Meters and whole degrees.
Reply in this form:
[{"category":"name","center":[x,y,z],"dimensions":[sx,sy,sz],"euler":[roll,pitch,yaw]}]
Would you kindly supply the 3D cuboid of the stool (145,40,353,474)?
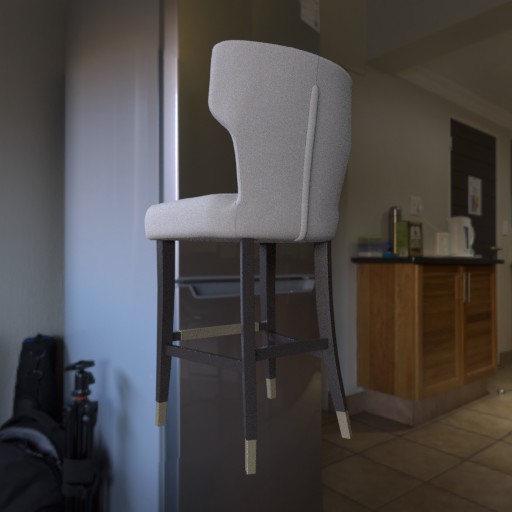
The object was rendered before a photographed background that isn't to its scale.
[{"category":"stool","center":[0.000,0.000,1.399],"dimensions":[0.526,1.092,0.563],"euler":[0,0,-37]}]
